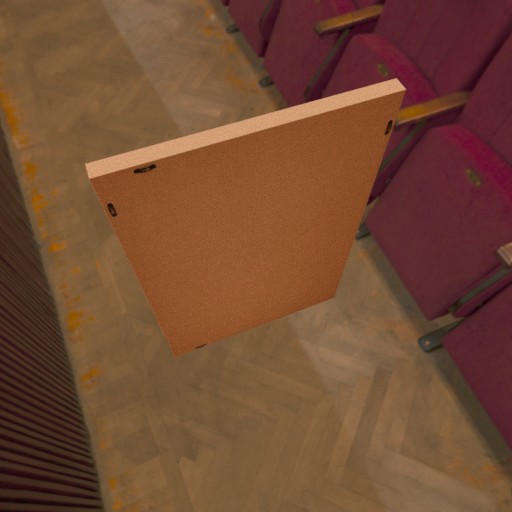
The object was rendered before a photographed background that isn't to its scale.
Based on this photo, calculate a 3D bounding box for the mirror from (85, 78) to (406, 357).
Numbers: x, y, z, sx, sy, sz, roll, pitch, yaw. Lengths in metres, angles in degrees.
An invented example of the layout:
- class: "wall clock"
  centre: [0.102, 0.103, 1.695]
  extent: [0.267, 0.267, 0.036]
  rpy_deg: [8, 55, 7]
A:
- class: "mirror"
  centre: [0.000, 0.000, 1.192]
  extent: [0.609, 0.915, 0.041]
  rpy_deg: [-19, 61, -11]
